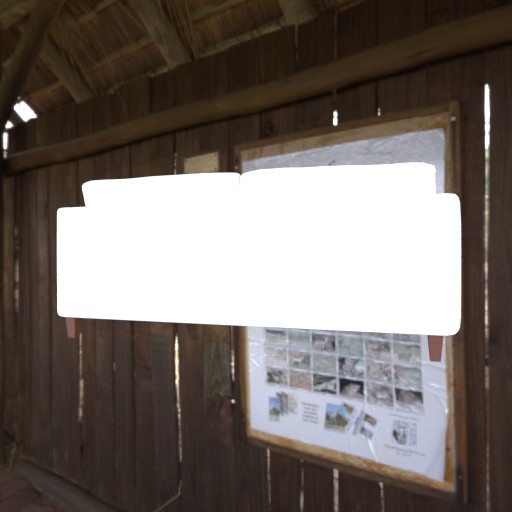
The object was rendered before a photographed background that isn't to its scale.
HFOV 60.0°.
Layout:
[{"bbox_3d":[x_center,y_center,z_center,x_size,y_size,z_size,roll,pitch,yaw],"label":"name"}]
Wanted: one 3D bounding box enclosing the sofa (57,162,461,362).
[{"bbox_3d":[0.000,0.000,2.646,2.139,0.933,0.924,0,0,17],"label":"sofa"}]
